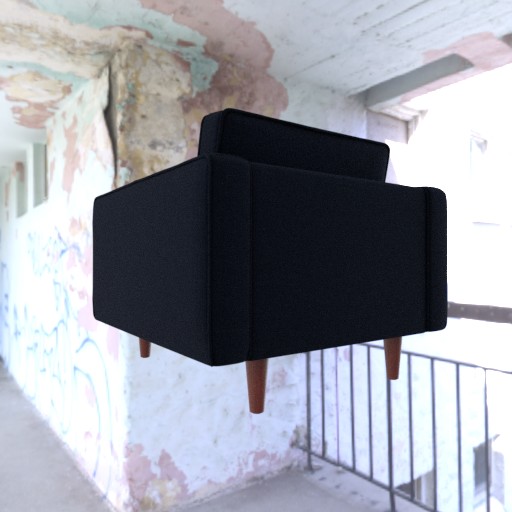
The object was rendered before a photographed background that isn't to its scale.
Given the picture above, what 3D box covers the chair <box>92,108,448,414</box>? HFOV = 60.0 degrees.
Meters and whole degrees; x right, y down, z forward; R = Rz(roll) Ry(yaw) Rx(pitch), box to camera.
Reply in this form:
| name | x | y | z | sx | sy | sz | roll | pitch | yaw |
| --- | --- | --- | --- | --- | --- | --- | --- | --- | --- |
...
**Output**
| name | x | y | z | sx | sy | sz | roll | pitch | yaw |
| --- | --- | --- | --- | --- | --- | --- | --- | --- | --- |
| chair | 0.000 | 0.000 | 1.543 | 0.899 | 0.770 | 0.920 | 0 | 0 | -35 |
